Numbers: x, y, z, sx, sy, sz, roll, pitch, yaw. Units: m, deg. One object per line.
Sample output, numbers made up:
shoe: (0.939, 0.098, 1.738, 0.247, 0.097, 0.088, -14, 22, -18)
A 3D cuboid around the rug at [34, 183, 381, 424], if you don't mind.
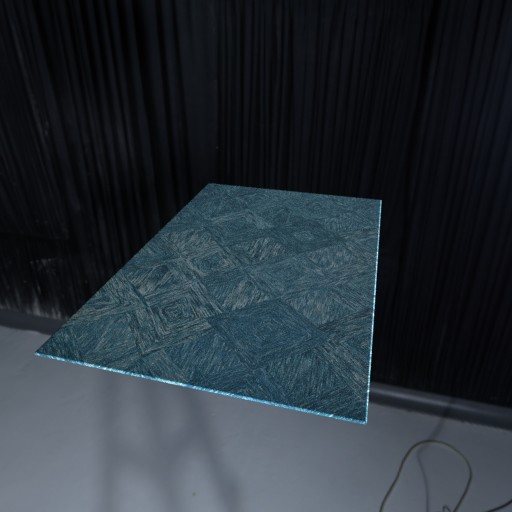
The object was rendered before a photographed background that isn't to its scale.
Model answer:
rug: (0.000, 0.000, 2.813, 1.490, 0.015, 2.277, 8, 31, 13)
